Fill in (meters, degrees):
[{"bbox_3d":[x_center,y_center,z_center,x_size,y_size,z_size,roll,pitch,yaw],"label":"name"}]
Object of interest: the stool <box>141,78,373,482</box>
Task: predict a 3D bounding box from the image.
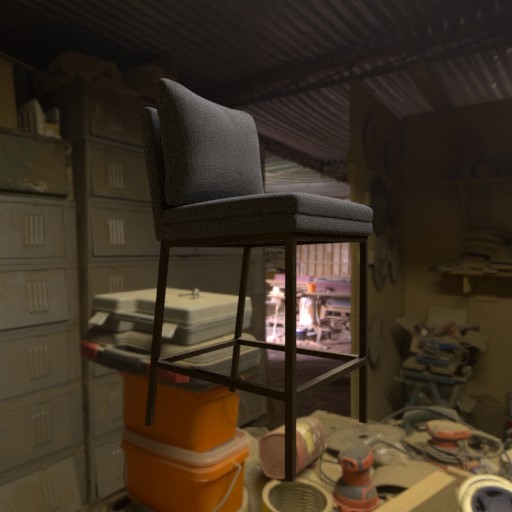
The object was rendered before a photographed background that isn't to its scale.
[{"bbox_3d":[0.000,0.000,1.351,0.569,1.031,0.463,1,1,37],"label":"stool"}]
